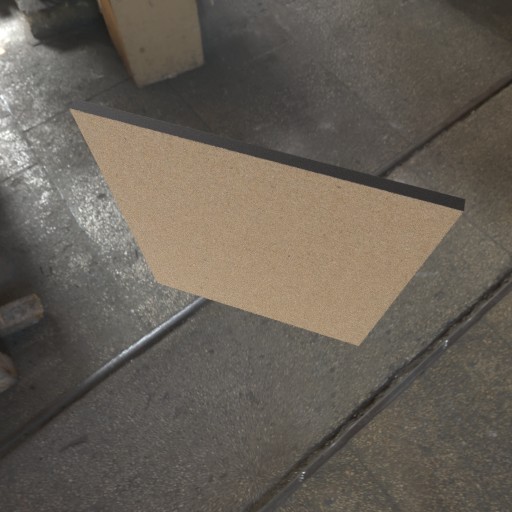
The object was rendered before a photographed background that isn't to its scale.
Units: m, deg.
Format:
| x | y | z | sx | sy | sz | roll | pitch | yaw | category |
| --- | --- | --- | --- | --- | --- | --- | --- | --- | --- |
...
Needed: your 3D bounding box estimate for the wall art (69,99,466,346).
| x | y | z | sx | sy | sz | roll | pitch | yaw | category |
| --- | --- | --- | --- | --- | --- | --- | --- | --- | --- |
| 0.000 | 0.000 | 1.200 | 0.755 | 0.863 | 0.028 | 16 | 65 | 8 | wall art |
